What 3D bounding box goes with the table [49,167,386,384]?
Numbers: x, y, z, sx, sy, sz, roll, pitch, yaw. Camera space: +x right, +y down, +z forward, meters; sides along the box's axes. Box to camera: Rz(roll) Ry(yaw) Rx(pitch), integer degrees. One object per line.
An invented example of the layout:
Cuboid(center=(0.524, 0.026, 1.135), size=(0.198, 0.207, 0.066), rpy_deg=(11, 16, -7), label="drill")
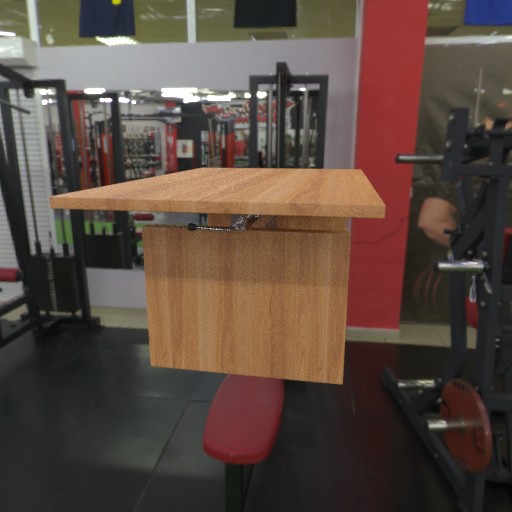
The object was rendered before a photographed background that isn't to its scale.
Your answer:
Cuboid(center=(0.000, 0.000, 1.477), size=(0.700, 0.510, 1.100), rpy_deg=(3, 15, 10), label="table")
